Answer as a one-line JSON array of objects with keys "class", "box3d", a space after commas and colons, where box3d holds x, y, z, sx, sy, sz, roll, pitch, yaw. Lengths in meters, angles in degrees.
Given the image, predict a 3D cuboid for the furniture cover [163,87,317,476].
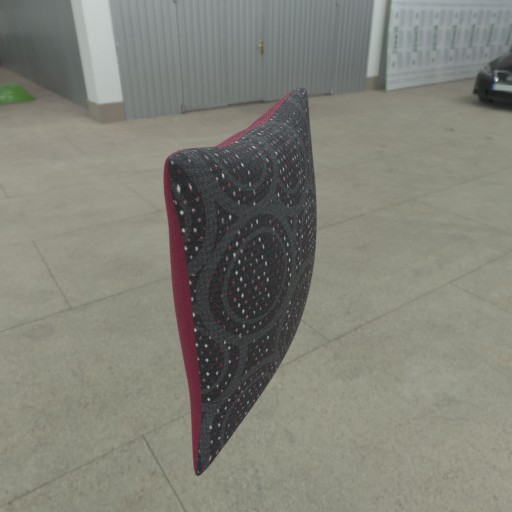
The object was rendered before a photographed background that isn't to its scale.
[{"class": "furniture cover", "box3d": [0.000, 0.000, 0.800, 0.193, 0.509, 0.552, 10, 30, 17]}]
